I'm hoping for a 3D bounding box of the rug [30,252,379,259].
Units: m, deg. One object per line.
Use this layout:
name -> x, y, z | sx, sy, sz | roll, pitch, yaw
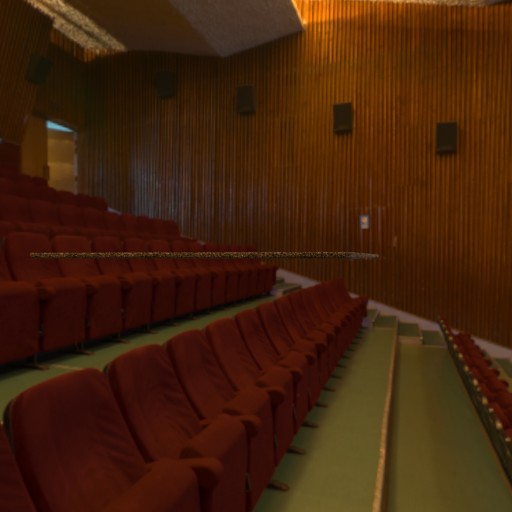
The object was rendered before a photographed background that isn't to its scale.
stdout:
rug -> 0.000, 0.000, 2.985 | 1.501, 0.025, 2.352 | 0, 0, 18
